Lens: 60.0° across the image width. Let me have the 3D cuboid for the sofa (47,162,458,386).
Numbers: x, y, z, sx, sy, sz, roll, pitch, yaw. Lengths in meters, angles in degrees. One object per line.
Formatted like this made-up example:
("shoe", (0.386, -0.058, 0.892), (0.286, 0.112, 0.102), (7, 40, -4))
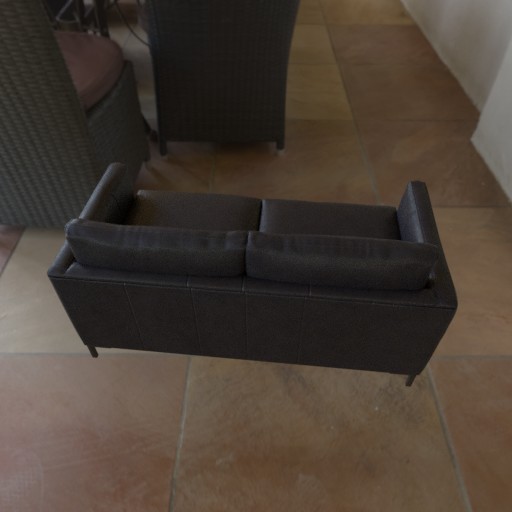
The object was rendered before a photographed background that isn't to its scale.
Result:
("sofa", (0.000, 0.000, 2.333), (1.805, 0.883, 0.947), (3, 46, 2))
